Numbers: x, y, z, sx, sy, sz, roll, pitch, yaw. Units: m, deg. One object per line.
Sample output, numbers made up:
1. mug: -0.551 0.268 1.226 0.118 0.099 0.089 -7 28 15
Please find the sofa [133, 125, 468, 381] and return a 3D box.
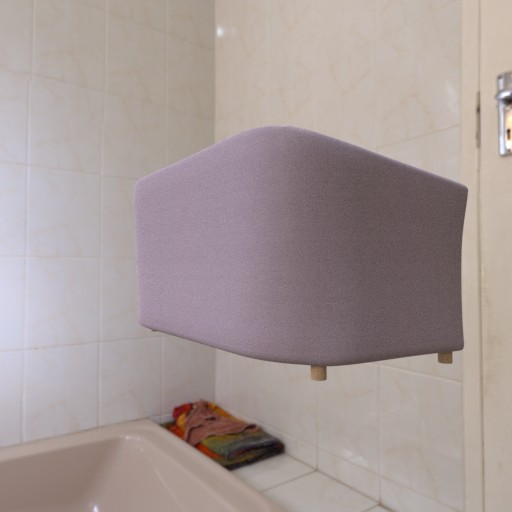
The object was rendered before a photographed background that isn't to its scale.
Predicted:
1. sofa: 0.000 0.000 1.839 0.705 0.721 1.452 1 -2 -35
